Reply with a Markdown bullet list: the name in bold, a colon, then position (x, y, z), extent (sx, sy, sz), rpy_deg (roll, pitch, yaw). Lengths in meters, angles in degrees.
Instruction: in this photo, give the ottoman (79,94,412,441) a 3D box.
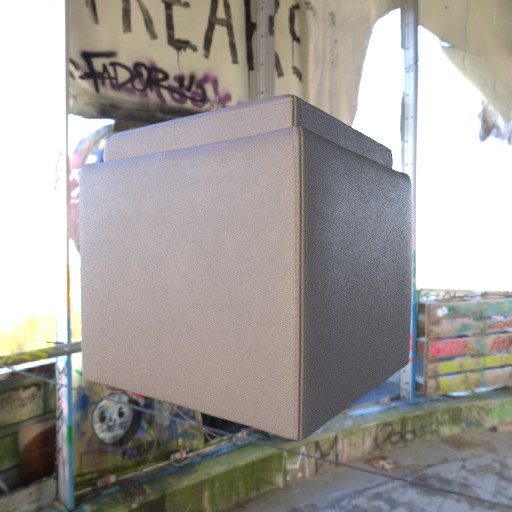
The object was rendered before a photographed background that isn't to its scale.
- **ottoman**: position (0.000, 0.000, 0.813), extent (0.451, 0.460, 0.450), rpy_deg (1, 1, 35)
